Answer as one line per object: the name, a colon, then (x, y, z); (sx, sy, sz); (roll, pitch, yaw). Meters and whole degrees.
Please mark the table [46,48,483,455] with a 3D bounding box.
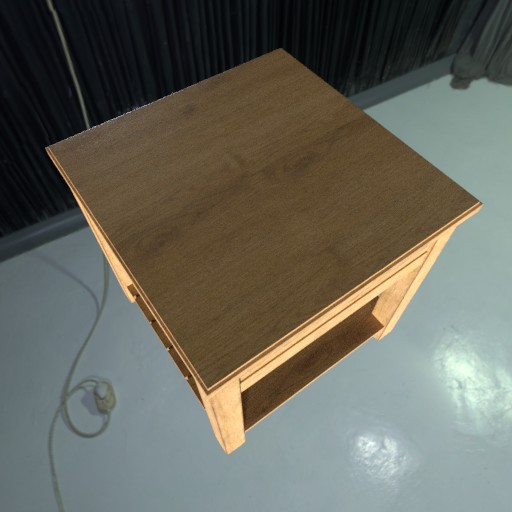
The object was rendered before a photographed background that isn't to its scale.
table: (0.000, 0.000, 1.106); (0.612, 0.593, 0.616); (-31, 62, -19)
